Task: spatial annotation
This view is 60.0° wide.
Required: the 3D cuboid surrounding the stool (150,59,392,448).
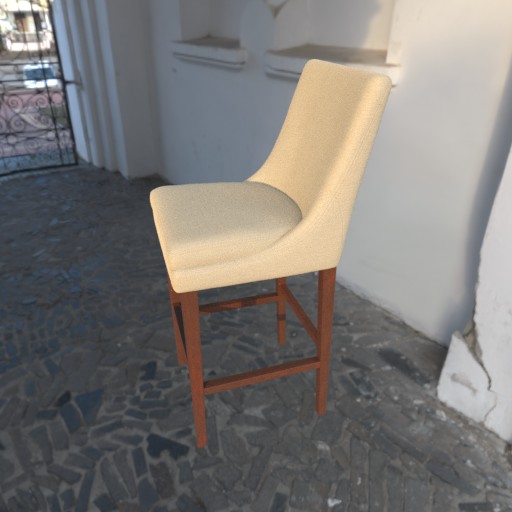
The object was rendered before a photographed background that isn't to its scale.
[{"bbox_3d":[0.000,0.000,1.376,0.577,1.078,0.470,-9,30,-15],"label":"stool"}]
